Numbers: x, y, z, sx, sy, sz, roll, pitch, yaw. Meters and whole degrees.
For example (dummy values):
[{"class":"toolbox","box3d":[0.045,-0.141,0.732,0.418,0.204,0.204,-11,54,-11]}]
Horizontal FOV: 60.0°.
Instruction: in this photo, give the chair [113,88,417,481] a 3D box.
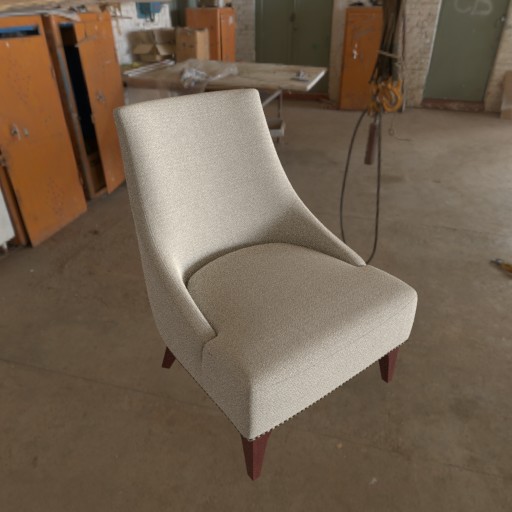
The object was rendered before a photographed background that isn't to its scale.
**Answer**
[{"class":"chair","box3d":[0.000,0.000,1.471,0.701,0.909,0.861,-21,37,-32]}]
